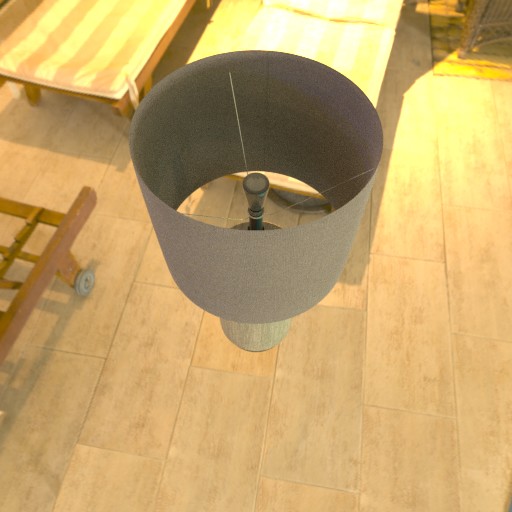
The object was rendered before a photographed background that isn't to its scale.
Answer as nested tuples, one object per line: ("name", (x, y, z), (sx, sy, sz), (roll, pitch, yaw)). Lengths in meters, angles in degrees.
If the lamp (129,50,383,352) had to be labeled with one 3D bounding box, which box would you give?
("lamp", (0.000, 0.000, 0.586), (0.228, 0.444, 0.228), (13, 60, 8))
